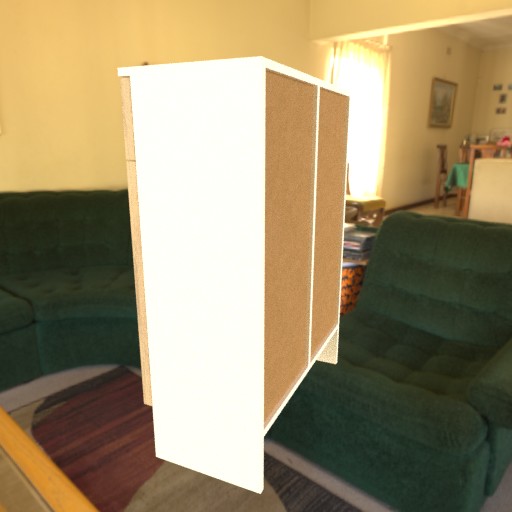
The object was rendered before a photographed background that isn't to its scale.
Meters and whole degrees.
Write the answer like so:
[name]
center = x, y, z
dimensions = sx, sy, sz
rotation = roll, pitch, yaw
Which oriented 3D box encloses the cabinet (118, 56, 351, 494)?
[cabinet]
center = 0.000, 0.000, 1.110
dimensions = 0.296, 0.815, 0.600
rotation = 7, 16, 24
